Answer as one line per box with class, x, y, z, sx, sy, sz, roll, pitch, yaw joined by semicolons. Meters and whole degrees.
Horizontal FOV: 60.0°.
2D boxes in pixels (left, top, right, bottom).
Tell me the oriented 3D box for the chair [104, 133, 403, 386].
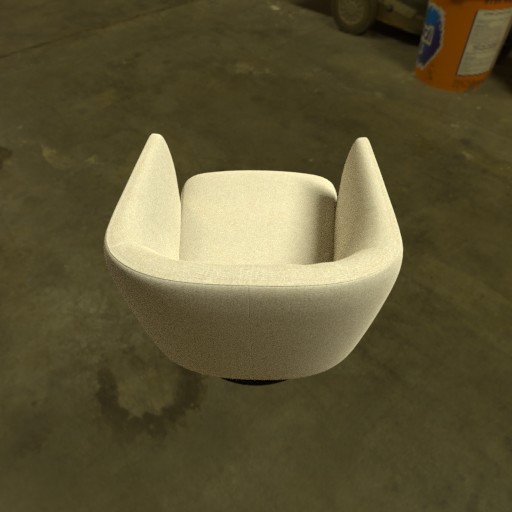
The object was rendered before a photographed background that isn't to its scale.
chair;0.000;0.000;1.619;0.822;0.861;0.986;1;47;1
